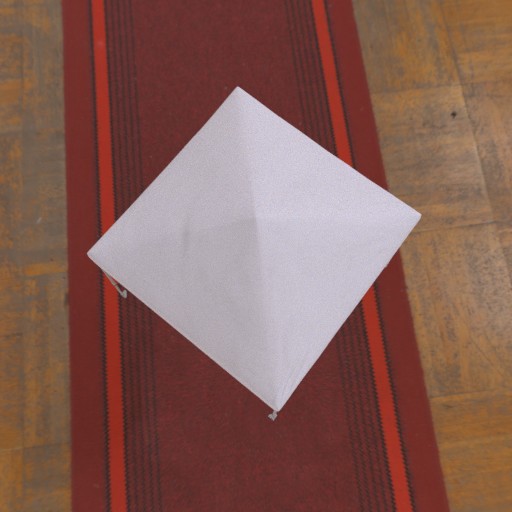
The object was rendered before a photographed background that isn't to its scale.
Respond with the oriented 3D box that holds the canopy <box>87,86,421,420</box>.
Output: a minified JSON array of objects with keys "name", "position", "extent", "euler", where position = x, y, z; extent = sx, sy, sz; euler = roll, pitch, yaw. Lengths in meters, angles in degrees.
[{"name":"canopy","position":[0.000,0.000,5.229],"extent":[2.849,2.850,2.850],"euler":[37,79,8]}]
